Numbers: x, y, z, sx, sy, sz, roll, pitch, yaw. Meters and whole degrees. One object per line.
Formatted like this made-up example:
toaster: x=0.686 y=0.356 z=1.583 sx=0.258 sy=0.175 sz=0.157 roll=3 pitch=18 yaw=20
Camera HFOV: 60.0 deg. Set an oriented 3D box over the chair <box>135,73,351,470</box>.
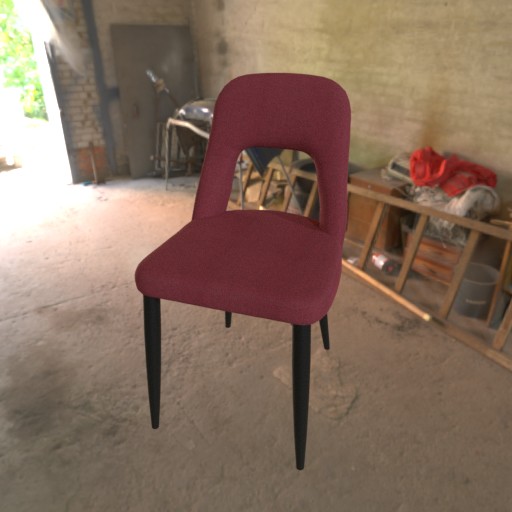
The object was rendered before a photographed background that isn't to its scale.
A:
chair: x=0.000 y=0.000 z=1.217 sx=0.483 sy=0.892 sz=0.569 roll=9 pitch=28 yaw=16
